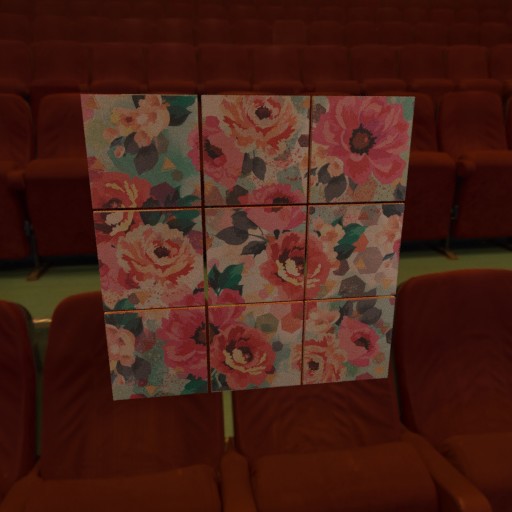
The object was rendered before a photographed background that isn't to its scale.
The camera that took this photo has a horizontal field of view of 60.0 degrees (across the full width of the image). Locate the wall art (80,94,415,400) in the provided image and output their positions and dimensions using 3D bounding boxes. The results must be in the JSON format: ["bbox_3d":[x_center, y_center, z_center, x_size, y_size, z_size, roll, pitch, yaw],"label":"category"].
[{"bbox_3d":[0.000,0.000,1.336,0.911,0.910,0.012,-2,17,-8],"label":"wall art"}]
